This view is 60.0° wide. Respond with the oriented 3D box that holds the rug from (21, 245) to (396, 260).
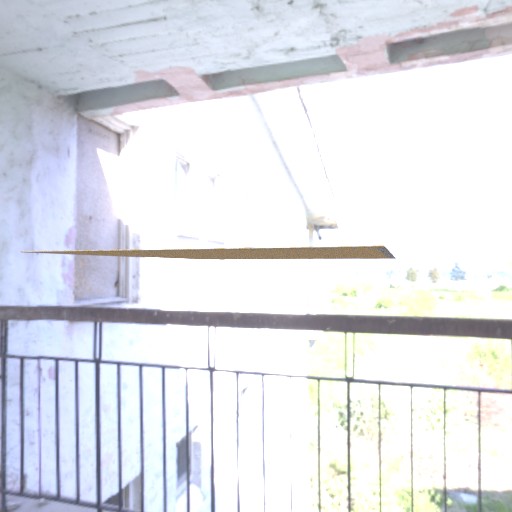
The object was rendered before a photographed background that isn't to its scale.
[{"bbox_3d":[0.000,0.000,4.122,2.433,0.011,3.037,-1,-2,19],"label":"rug"}]
